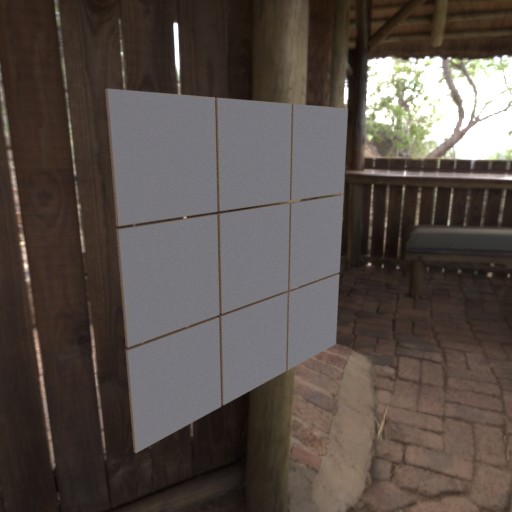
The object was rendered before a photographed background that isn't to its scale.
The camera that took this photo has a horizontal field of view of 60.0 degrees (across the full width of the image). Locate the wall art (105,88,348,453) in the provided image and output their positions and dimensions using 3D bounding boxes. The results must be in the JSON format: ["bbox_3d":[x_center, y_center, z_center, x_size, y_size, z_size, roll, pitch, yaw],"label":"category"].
[{"bbox_3d":[0.000,0.000,2.299,0.017,1.521,1.527,14,20,43],"label":"wall art"}]
